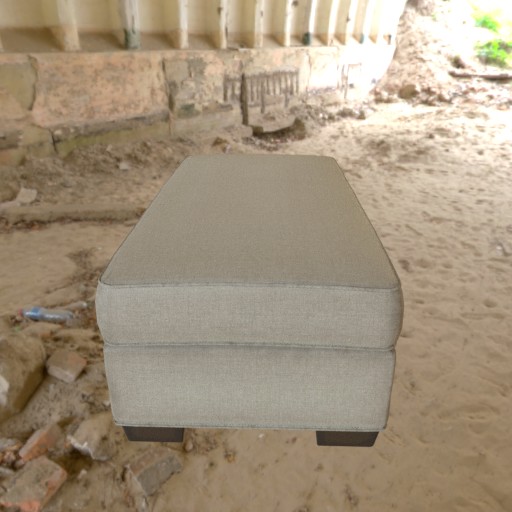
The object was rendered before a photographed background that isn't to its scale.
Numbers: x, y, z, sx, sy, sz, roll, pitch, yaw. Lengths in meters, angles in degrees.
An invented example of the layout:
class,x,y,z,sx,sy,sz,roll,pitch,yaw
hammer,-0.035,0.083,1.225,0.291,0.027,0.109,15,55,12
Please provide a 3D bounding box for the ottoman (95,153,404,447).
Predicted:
class,x,y,z,sx,sy,sz,roll,pitch,yaw
ottoman,0.000,0.000,1.400,0.617,0.461,1.097,1,26,1
